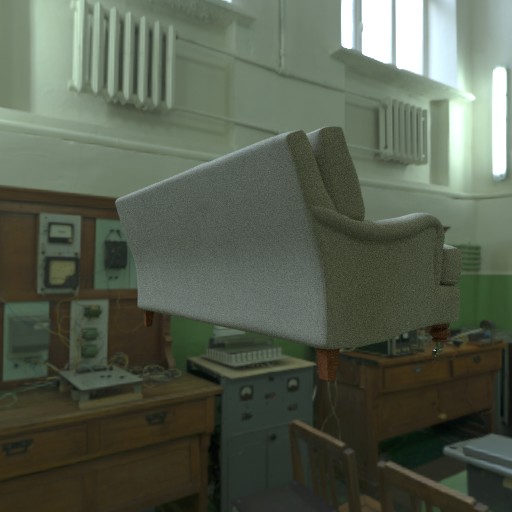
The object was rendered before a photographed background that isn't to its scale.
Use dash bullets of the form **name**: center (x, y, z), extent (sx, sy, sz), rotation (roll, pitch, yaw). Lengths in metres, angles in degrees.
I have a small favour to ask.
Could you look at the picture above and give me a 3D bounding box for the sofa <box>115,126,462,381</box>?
- **sofa**: center (0.000, 0.000, 2.661), extent (1.091, 0.997, 2.070), rotation (1, -2, -35)
